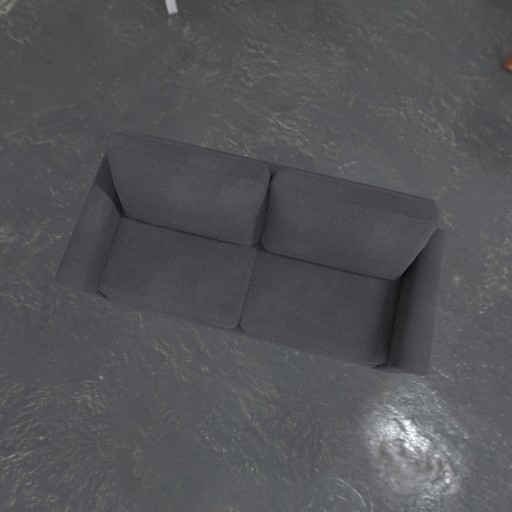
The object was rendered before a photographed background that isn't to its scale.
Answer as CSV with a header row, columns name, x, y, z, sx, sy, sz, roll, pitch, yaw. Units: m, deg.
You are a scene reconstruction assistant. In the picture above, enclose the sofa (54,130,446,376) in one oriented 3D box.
name,x,y,z,sx,sy,sz,roll,pitch,yaw
sofa,0.000,0.000,2.438,1.935,0.942,0.842,14,75,4
